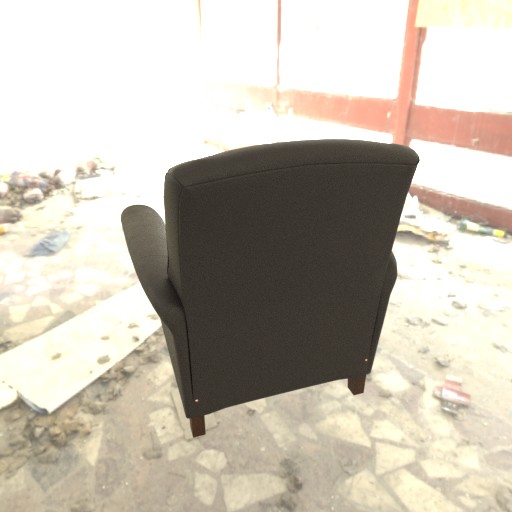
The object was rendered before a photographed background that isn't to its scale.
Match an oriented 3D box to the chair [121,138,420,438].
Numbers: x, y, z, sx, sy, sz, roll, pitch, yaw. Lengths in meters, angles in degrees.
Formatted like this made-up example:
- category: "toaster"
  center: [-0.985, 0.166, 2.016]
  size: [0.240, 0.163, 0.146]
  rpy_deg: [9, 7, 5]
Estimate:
- category: "chair"
  center: [0.000, 0.000, 1.770]
  size: [0.978, 1.061, 0.902]
  rpy_deg: [-8, 27, -17]
